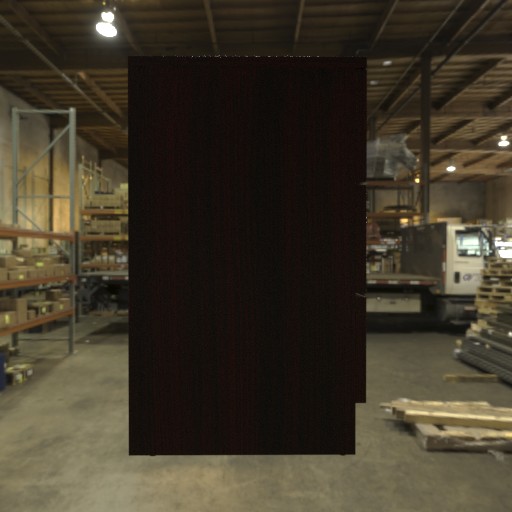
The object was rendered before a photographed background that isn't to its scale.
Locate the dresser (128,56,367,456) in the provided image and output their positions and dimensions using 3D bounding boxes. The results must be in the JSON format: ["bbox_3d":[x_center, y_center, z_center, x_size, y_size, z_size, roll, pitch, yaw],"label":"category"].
[{"bbox_3d":[0.000,0.000,0.820,0.360,0.560,0.400,0,0,0],"label":"dresser"}]
